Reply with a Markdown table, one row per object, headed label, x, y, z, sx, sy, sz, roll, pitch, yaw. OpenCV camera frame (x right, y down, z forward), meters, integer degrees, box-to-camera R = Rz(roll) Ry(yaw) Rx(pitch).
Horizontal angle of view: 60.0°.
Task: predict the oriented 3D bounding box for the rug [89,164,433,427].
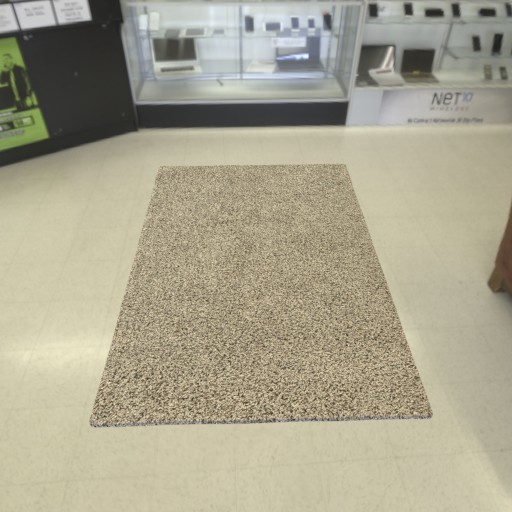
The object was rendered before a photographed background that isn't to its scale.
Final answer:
| label | x | y | z | sx | sy | sz | roll | pitch | yaw |
| --- | --- | --- | --- | --- | --- | --- | --- | --- | --- |
| rug | 0.000 | 0.000 | 2.230 | 1.219 | 0.030 | 1.778 | -1 | 41 | -1 |
